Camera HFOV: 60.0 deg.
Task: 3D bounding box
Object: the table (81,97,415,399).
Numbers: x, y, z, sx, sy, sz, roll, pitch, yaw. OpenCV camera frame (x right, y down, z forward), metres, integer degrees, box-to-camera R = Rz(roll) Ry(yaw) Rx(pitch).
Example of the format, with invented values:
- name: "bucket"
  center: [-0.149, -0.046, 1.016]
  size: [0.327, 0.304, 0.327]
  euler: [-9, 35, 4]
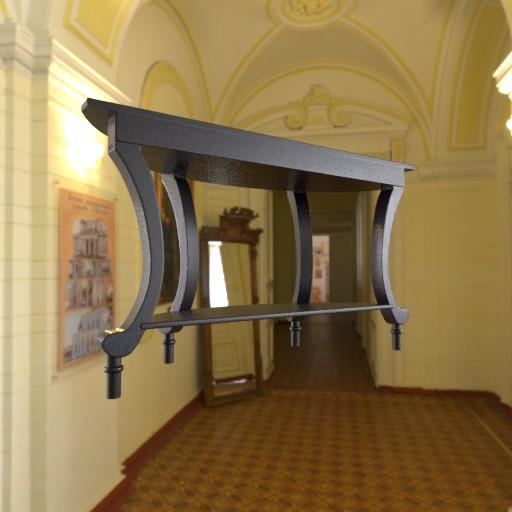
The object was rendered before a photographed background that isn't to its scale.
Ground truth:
- name: "table"
  center: [0.000, 0.000, 1.493]
  size: [1.198, 0.692, 0.394]
  euler: [1, -2, -35]
